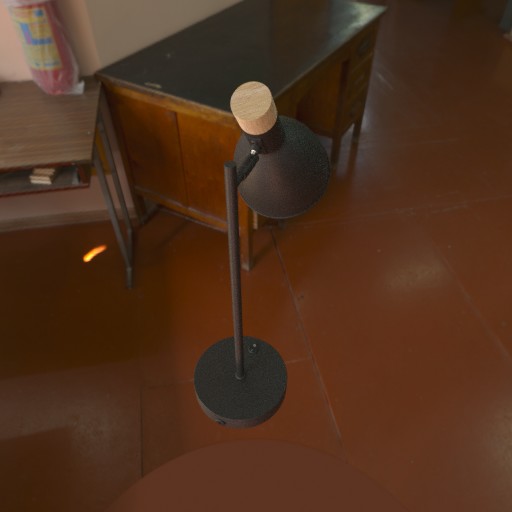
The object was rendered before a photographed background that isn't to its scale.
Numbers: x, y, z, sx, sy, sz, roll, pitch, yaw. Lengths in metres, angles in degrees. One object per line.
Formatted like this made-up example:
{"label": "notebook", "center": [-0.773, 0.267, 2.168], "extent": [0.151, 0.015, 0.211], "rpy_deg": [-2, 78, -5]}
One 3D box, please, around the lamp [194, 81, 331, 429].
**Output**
{"label": "lamp", "center": [0.000, 0.000, 0.602], "extent": [0.152, 0.483, 0.287], "rpy_deg": [17, 48, 16]}
